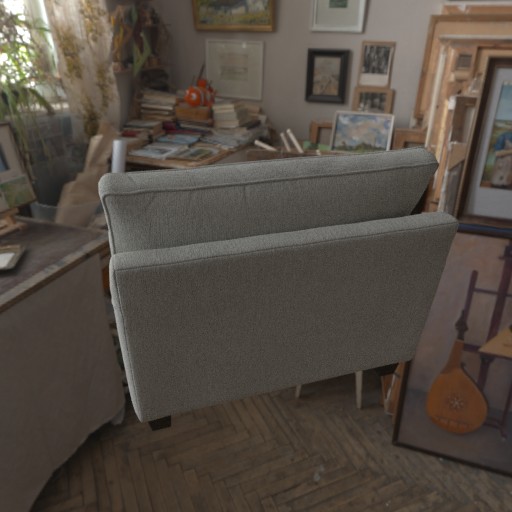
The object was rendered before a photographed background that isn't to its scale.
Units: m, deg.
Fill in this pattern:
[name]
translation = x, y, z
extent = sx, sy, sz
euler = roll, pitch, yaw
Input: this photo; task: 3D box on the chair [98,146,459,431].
[chair]
translation = 0.000, 0.000, 1.970
extent = 1.220, 1.016, 1.041
euler = -8, 28, -16
